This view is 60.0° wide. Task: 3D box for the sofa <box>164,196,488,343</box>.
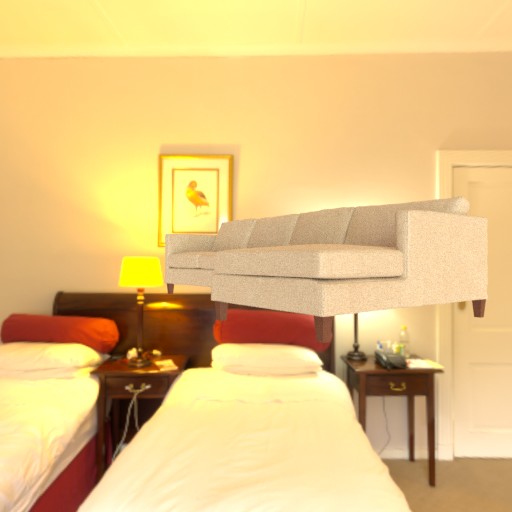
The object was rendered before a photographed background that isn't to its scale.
[{"bbox_3d":[0.000,0.000,3.822,1.625,0.846,3.186,0,0,-37],"label":"sofa"}]
